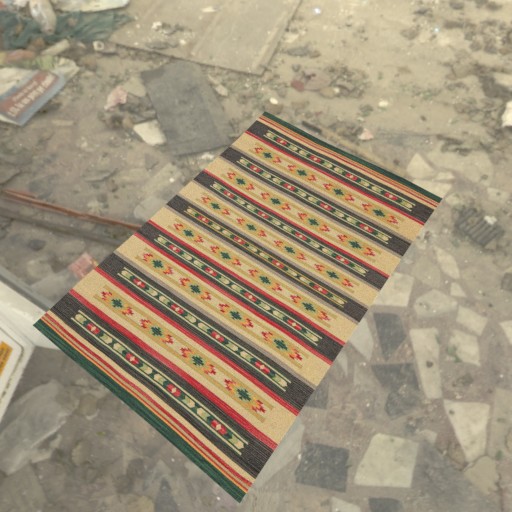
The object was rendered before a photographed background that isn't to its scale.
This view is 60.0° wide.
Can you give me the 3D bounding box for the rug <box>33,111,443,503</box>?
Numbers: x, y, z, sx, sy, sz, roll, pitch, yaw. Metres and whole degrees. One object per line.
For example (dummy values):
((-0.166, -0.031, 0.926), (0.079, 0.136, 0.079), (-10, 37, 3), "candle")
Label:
((0.000, 0.000, 2.826), (1.522, 0.010, 2.311), (32, 63, 18), "rug")
